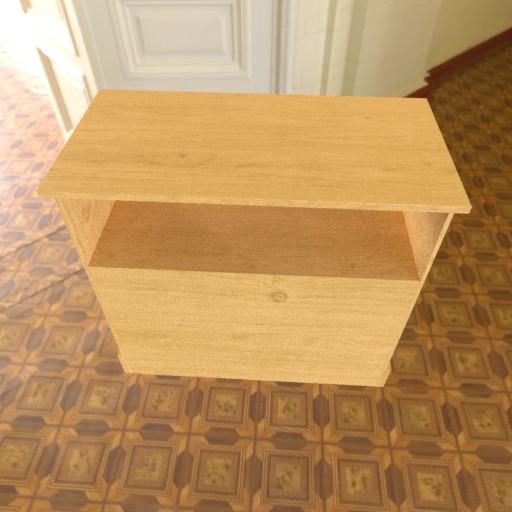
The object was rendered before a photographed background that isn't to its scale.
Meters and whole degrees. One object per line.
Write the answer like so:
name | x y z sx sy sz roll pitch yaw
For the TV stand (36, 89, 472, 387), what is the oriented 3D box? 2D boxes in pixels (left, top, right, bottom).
TV stand | 0.000 0.000 1.297 0.851 0.787 0.430 2 47 2
